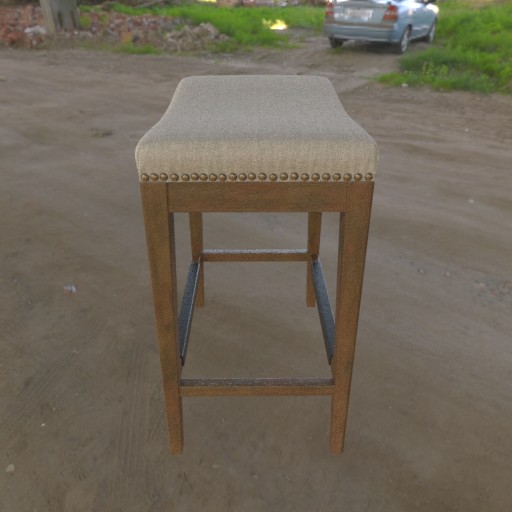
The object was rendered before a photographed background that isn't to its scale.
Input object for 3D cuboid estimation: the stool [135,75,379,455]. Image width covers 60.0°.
[{"bbox_3d":[0.000,0.000,0.957,0.356,0.660,0.508,0,32,0],"label":"stool"}]
